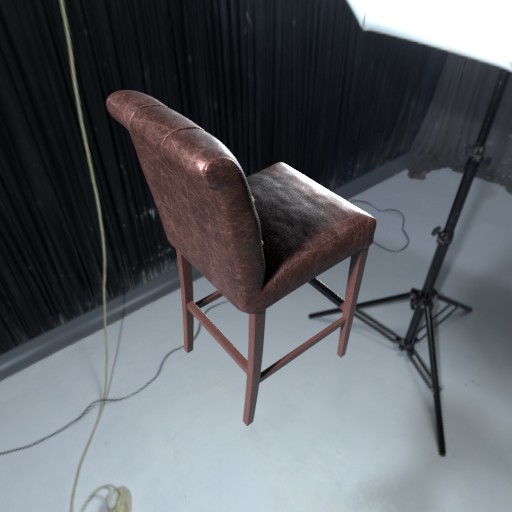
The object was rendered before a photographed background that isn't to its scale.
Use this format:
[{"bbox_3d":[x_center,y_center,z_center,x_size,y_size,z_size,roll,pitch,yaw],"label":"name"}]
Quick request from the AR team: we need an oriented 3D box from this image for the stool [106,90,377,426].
[{"bbox_3d":[0.000,0.000,1.535,0.659,1.168,0.483,-28,49,-28],"label":"stool"}]
